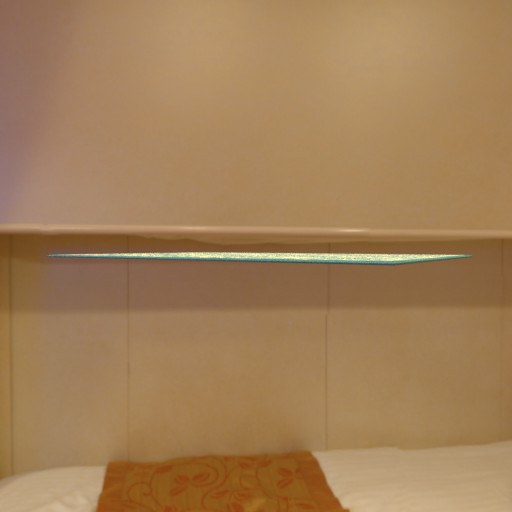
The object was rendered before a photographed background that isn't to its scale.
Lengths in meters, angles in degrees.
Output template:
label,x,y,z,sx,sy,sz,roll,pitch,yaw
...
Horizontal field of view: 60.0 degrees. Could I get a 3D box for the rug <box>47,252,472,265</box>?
label,x,y,z,sx,sy,sz,roll,pitch,yaw
rug,0.000,0.000,3.456,2.769,0.018,1.830,1,1,35
